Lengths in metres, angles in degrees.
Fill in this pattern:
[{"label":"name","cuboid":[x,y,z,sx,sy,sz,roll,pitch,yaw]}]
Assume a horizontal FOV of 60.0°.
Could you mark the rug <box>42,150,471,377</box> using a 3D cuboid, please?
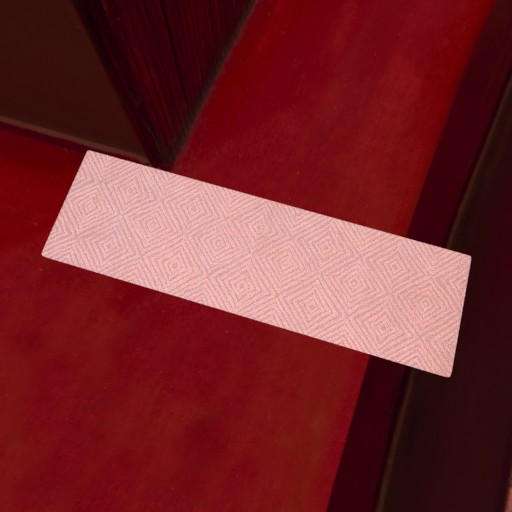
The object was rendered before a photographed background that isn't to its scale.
[{"label":"rug","cuboid":[0.000,0.000,2.445,2.277,0.008,0.676,16,75,4]}]
